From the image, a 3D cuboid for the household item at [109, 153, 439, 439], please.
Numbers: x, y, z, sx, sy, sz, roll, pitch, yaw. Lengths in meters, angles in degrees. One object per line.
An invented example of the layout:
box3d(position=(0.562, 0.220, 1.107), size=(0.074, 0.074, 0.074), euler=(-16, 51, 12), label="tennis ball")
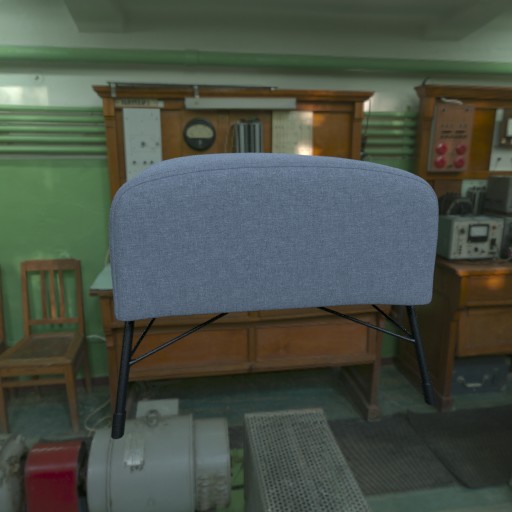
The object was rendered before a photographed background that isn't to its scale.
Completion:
box3d(position=(0.000, 0.000, 0.904), size=(0.530, 0.410, 0.530), euler=(-2, 14, -10), label="household item")
